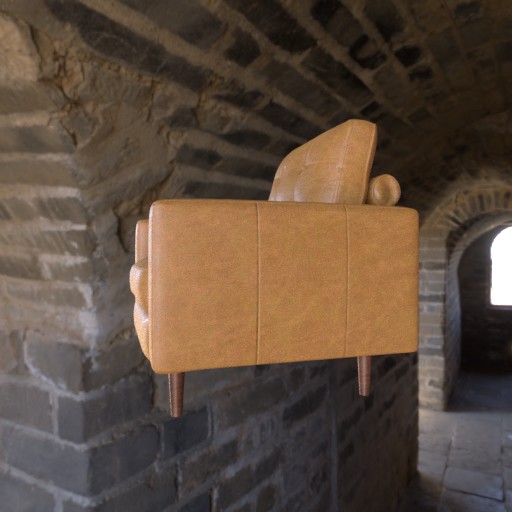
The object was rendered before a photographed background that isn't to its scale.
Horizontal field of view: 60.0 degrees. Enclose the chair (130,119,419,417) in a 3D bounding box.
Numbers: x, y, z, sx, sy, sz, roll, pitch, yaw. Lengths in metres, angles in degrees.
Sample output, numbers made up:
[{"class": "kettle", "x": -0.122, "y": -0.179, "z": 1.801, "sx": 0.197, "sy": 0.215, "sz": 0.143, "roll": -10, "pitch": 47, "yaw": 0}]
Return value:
[{"class": "chair", "x": 0.000, "y": 0.000, "z": 1.606, "sx": 0.868, "sy": 0.896, "sz": 0.831, "roll": 0, "pitch": 0, "yaw": -18}]
